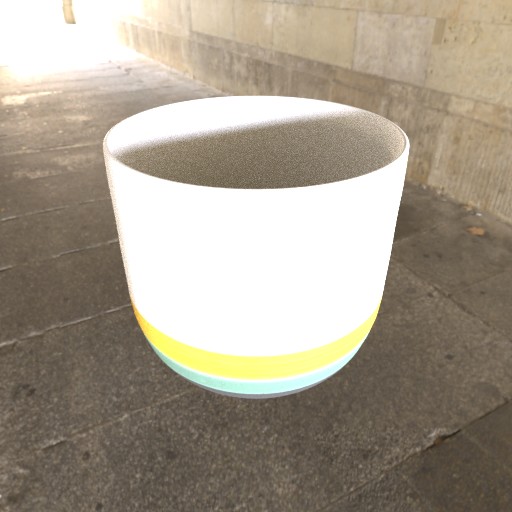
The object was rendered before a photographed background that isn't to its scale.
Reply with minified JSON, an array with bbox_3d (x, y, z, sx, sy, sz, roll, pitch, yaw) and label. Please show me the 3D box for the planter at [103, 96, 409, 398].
[{"bbox_3d":[0.000,0.000,0.472,0.268,0.270,0.268,0,33,0],"label":"planter"}]
